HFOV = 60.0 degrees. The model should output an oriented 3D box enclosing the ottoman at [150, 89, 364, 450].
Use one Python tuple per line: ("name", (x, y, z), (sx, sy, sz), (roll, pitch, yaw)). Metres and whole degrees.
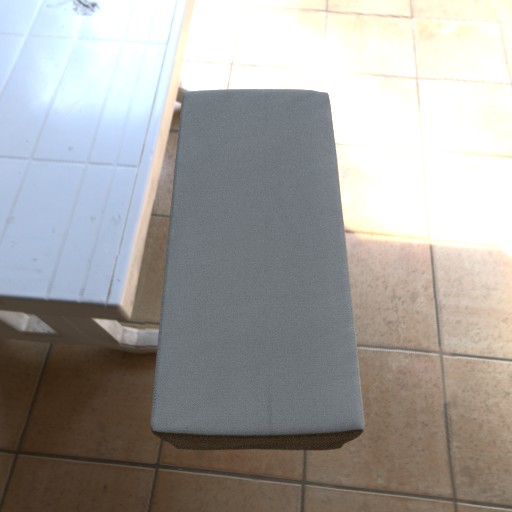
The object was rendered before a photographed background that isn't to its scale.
("ottoman", (0.000, 0.000, 1.738), (0.665, 0.457, 1.388), (0, 63, 0))
